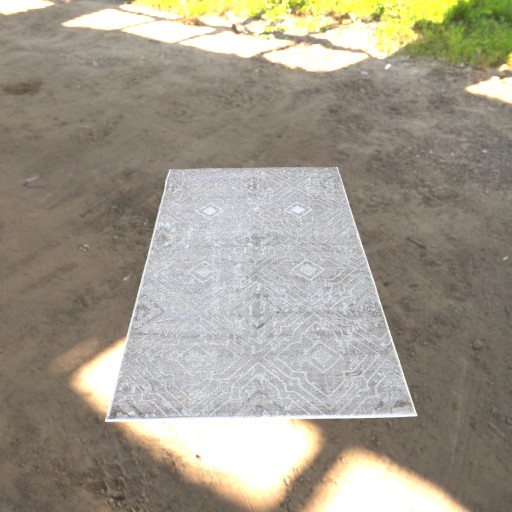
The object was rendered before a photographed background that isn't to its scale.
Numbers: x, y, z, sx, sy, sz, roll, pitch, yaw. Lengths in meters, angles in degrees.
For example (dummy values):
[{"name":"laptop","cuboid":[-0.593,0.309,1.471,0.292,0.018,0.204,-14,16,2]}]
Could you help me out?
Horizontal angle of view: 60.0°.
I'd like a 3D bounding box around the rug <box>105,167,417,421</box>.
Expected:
[{"name":"rug","cuboid":[0.000,0.000,3.092,1.537,0.036,2.447,-1,41,-1]}]
